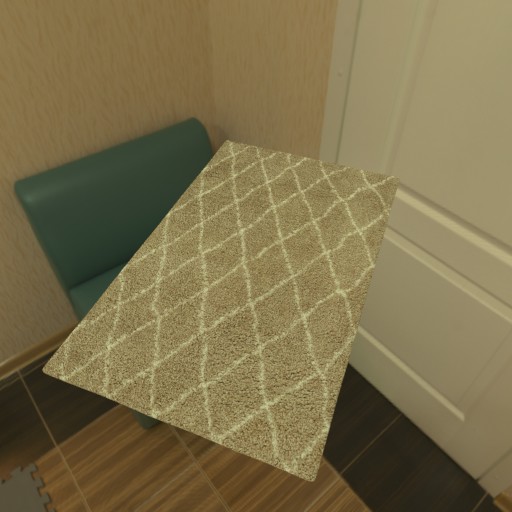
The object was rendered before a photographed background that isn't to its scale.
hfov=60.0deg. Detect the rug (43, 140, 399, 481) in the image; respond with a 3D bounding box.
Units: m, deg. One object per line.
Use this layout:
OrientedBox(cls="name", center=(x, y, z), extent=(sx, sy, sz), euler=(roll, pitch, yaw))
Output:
OrientedBox(cls="rug", center=(0.000, 0.000, 2.972), extent=(1.524, 0.030, 2.438), euler=(16, 49, 15))
